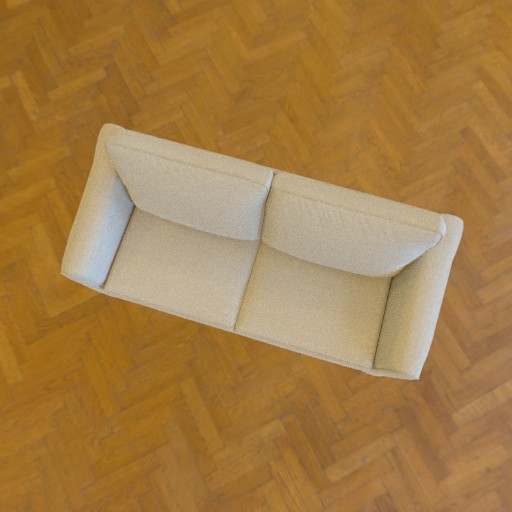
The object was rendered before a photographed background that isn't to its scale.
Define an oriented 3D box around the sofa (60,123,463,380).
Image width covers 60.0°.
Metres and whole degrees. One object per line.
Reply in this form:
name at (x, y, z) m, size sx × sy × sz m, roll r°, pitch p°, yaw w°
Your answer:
sofa at (0.000, 0.000, 2.807) m, size 2.270 × 0.965 × 0.980 m, roll 16°, pitch 76°, yaw 4°
